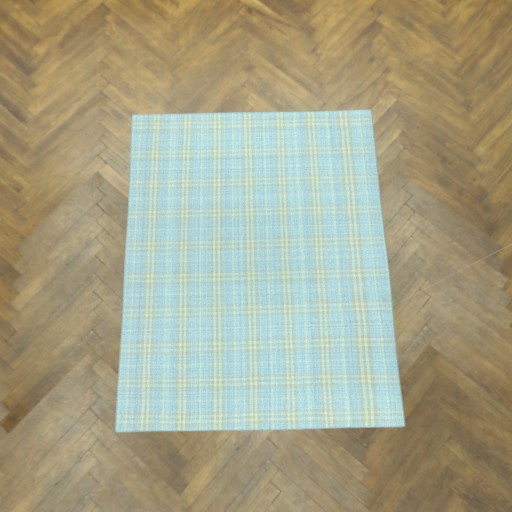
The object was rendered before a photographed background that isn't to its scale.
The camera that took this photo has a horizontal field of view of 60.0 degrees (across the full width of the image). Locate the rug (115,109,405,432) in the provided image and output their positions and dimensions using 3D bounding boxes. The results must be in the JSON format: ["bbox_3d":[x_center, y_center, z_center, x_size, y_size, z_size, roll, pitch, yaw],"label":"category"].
[{"bbox_3d":[0.000,0.000,4.146,2.462,0.030,3.066,-1,75,0],"label":"rug"}]
